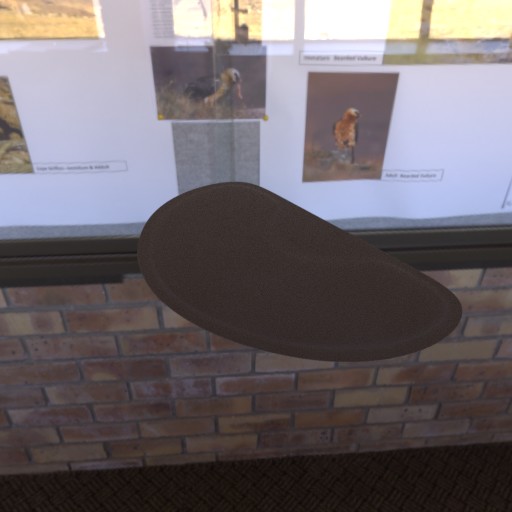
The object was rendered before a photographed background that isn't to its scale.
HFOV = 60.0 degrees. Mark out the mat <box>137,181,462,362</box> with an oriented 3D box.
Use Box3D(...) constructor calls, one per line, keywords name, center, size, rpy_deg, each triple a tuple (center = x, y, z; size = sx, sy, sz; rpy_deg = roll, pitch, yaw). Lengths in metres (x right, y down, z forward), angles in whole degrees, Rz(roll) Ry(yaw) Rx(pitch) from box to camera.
Box3D(name="mat", center=(0.000, 0.000, 1.851), size=(0.913, 0.013, 1.524), rpy_deg=(-21, 38, -30))
